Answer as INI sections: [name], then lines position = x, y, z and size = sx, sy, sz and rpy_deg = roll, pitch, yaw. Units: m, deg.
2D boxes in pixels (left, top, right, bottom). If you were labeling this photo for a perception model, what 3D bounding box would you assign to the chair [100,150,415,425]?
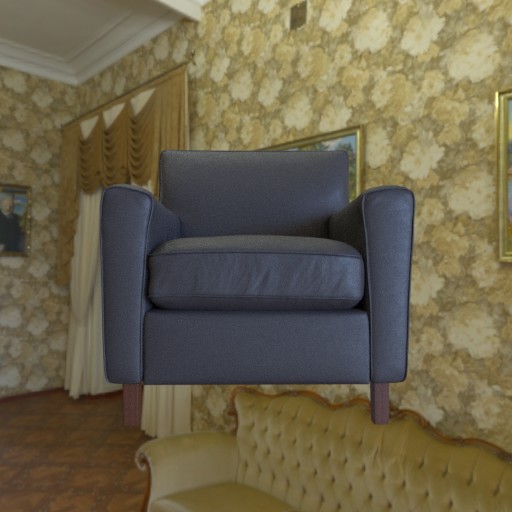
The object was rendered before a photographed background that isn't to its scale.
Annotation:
[chair]
position = 0.000, 0.000, 1.575
size = 0.870, 0.943, 0.825
rpy_deg = 0, -1, -1
